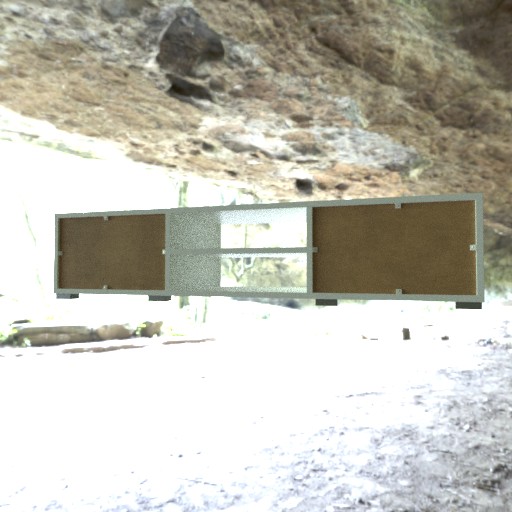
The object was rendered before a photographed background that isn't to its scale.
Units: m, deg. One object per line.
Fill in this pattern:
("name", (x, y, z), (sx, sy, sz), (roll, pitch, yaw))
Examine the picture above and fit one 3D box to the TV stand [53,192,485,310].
("TV stand", (0.000, 0.000, 1.585), (1.400, 0.310, 0.420), (-1, -2, 18))
